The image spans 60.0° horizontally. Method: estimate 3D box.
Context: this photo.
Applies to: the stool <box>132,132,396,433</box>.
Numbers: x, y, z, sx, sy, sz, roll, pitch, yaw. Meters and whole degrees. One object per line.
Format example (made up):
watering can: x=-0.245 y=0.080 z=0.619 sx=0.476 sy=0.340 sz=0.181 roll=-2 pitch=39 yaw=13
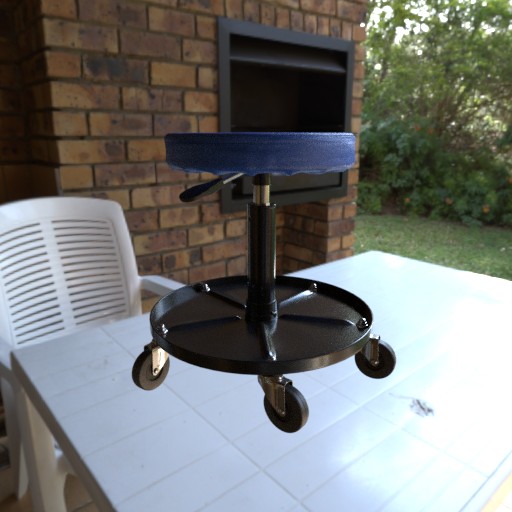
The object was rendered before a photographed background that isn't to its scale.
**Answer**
stool: x=0.000 y=0.000 z=0.681 sx=0.382 sy=0.365 sz=0.381 roll=-15 pitch=21 yaw=-43
